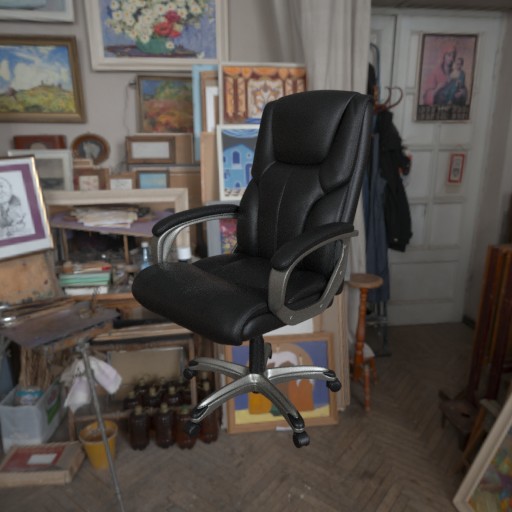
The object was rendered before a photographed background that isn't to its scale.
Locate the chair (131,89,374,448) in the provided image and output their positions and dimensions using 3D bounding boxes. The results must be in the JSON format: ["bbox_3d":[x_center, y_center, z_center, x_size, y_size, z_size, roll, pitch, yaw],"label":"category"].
[{"bbox_3d":[0.000,0.000,1.586,0.663,1.155,0.739,15,21,43],"label":"chair"}]
